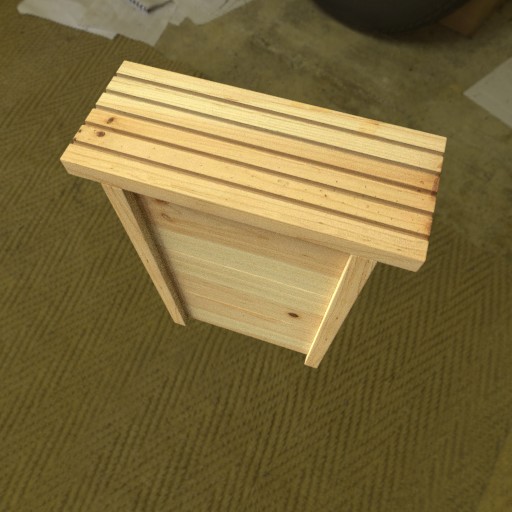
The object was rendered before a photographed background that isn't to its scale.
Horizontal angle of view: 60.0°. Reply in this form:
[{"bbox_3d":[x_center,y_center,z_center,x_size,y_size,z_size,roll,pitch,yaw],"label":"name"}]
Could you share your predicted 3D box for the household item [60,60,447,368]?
[{"bbox_3d":[0.000,0.000,0.552,0.301,0.407,0.123,16,65,8],"label":"household item"}]
